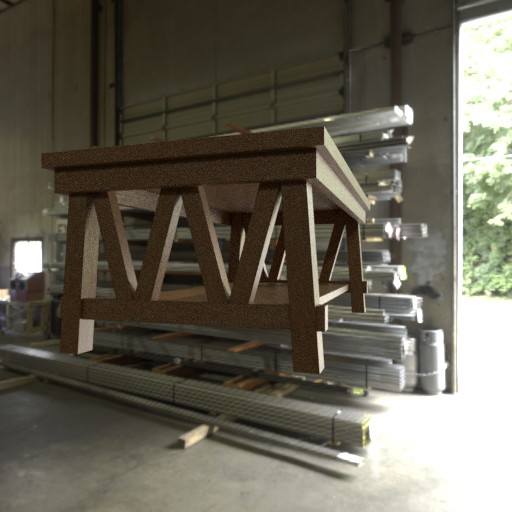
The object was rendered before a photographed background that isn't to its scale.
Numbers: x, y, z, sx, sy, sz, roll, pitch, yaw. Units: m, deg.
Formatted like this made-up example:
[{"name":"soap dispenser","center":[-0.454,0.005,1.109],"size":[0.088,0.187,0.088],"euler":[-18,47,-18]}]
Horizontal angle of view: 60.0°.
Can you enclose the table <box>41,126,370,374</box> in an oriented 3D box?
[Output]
[{"name":"table","center":[0.000,0.000,1.598],"size":[0.711,0.507,1.270],"euler":[0,0,18]}]
